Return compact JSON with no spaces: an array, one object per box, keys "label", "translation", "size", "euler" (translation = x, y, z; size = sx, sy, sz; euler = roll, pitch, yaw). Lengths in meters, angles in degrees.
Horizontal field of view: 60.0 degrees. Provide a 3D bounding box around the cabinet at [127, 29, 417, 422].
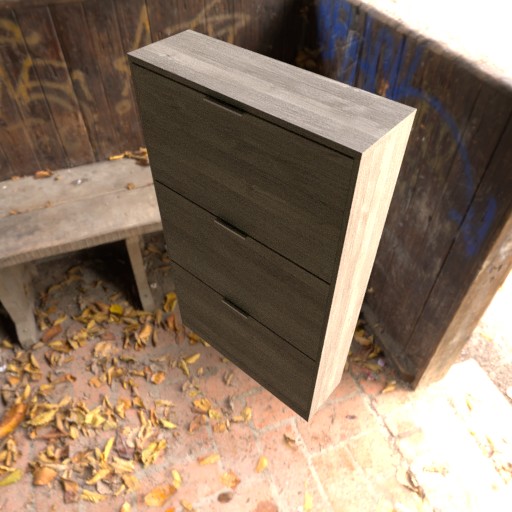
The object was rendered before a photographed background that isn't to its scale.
[{"label":"cabinet","translation":[0.000,0.000,1.573],"size":[0.750,1.280,0.250],"euler":[32,54,27]}]
